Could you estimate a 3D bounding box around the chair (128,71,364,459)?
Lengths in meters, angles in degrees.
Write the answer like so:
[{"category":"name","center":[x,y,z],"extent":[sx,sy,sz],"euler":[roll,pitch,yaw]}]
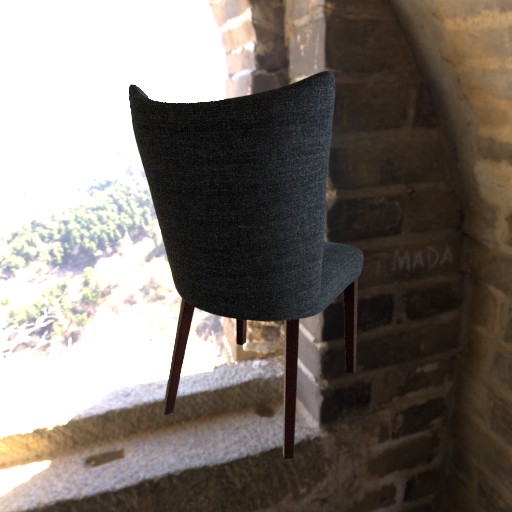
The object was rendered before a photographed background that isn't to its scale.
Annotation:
[{"category":"chair","center":[0.000,0.000,1.272],"extent":[0.535,0.924,0.623],"euler":[8,18,27]}]
